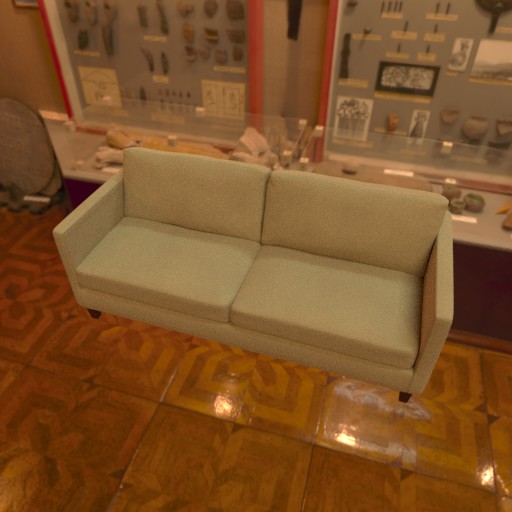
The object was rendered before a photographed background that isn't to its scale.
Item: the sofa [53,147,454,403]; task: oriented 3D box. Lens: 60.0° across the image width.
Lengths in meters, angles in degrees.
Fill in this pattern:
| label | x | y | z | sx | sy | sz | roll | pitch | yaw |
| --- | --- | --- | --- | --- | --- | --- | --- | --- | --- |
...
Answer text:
| label | x | y | z | sx | sy | sz | roll | pitch | yaw |
| --- | --- | --- | --- | --- | --- | --- | --- | --- | --- |
| sofa | 0.000 | 0.000 | 2.732 | 2.181 | 0.932 | 0.948 | 12 | 42 | 14 |
